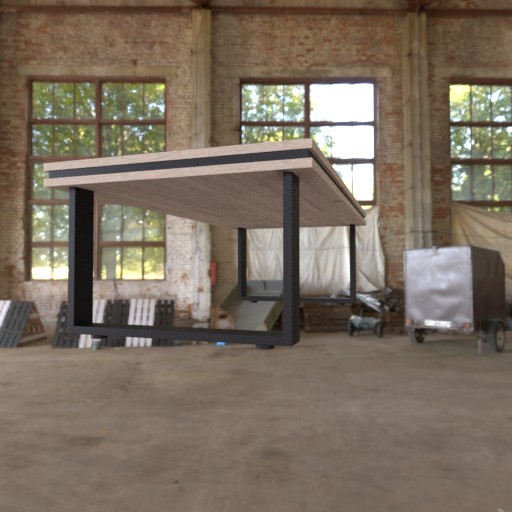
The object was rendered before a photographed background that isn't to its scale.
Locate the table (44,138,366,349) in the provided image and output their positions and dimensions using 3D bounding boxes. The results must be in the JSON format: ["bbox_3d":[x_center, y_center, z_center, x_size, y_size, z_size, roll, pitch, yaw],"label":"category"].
[{"bbox_3d":[0.000,0.000,1.665,0.700,0.450,1.350,-1,-2,19],"label":"table"}]
